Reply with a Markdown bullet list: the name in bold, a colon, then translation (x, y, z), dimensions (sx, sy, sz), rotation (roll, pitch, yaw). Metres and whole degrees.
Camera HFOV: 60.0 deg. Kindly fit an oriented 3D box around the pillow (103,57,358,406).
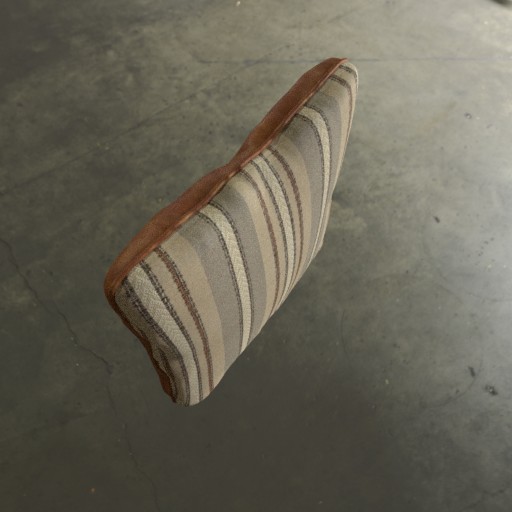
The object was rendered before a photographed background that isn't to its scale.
- **pillow**: translation (0.000, 0.000, 0.741), dimensions (0.130, 0.490, 0.489), rotation (32, 64, 18)
